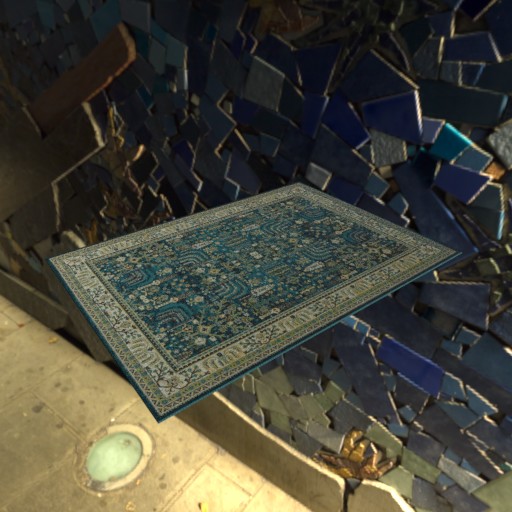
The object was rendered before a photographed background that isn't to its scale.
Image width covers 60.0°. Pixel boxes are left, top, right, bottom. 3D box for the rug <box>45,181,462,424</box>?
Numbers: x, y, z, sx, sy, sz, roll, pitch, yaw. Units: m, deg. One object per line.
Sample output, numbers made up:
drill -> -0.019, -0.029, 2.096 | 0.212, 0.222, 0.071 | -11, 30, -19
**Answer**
rug -> 0.000, 0.000, 2.896 | 2.213, 0.013, 1.594 | -22, 37, -31
